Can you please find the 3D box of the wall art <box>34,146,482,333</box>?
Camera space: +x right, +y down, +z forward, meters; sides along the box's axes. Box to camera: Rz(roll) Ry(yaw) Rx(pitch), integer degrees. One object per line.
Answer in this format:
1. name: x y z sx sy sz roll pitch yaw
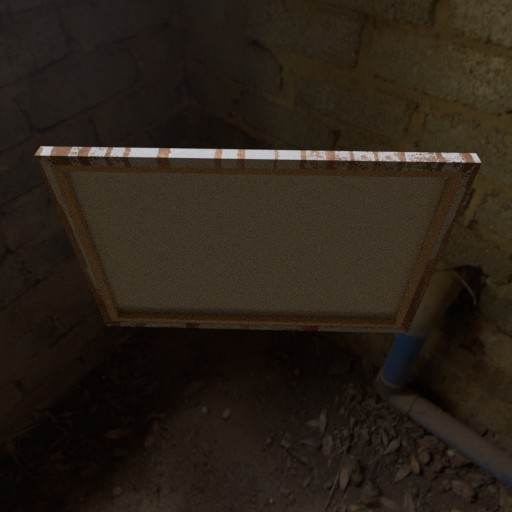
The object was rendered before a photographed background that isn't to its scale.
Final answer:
1. wall art: 0.000 0.000 1.137 0.914 0.609 0.035 1 46 1
